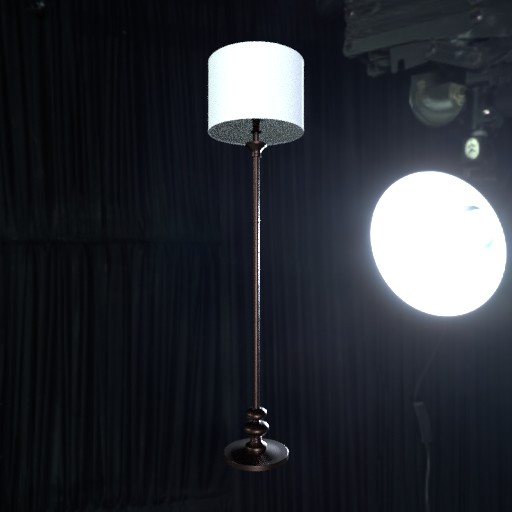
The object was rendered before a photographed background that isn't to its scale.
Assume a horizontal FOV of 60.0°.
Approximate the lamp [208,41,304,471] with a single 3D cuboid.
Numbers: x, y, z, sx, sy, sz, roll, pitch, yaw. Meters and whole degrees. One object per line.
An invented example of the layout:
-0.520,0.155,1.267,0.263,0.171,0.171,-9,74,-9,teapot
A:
0.000,0.000,1.657,0.356,1.487,0.356,0,-1,-17,lamp
